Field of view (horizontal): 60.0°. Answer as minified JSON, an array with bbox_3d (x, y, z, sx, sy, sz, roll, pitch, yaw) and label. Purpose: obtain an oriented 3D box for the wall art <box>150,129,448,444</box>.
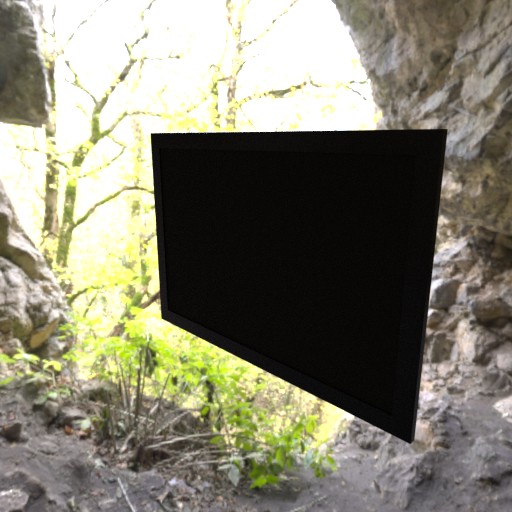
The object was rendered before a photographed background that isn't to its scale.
[{"bbox_3d":[0.000,0.000,0.826,0.013,0.447,0.660,-14,21,-43],"label":"wall art"}]
